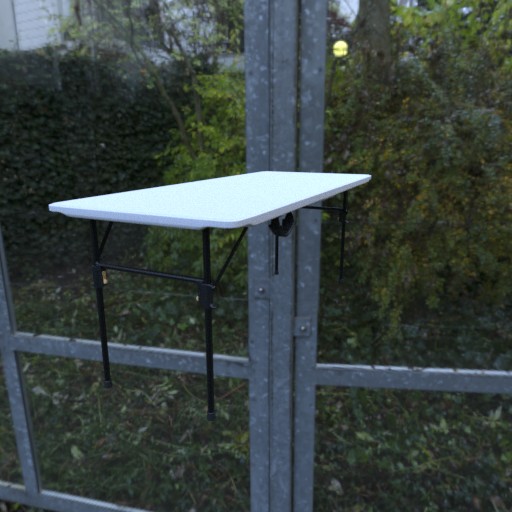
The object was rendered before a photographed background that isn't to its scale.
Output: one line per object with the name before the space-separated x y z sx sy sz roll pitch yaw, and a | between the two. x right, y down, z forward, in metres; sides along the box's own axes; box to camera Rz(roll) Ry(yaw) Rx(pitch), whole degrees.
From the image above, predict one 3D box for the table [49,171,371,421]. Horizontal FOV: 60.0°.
table | 0.000 0.000 2.262 0.761 0.719 1.829 7 16 25
